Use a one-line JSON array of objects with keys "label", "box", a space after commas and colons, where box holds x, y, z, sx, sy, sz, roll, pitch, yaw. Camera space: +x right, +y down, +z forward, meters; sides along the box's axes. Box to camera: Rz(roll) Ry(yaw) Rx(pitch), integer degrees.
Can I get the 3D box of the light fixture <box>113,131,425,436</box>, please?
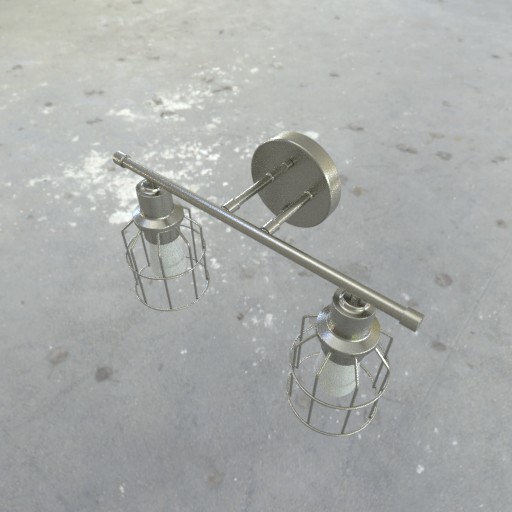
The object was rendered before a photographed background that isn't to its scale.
[{"label": "light fixture", "box": [0.000, 0.000, 0.534, 0.406, 0.254, 0.165, 30, 53, 26]}]
